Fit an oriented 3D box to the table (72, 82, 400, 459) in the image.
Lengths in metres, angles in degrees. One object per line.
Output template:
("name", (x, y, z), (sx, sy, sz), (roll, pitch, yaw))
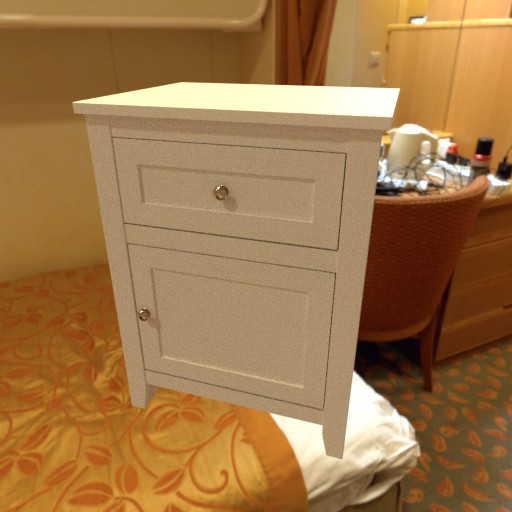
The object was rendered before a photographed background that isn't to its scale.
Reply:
("table", (0.000, 0.000, 0.923), (0.480, 0.635, 0.381), (8, 27, 16))
